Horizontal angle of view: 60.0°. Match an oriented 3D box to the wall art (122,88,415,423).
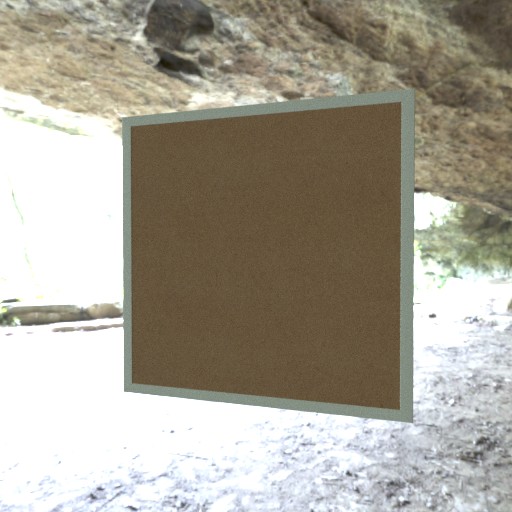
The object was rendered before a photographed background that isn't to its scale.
[{"bbox_3d":[0.000,0.000,1.133,0.760,0.760,0.036,0,1,17],"label":"wall art"}]
